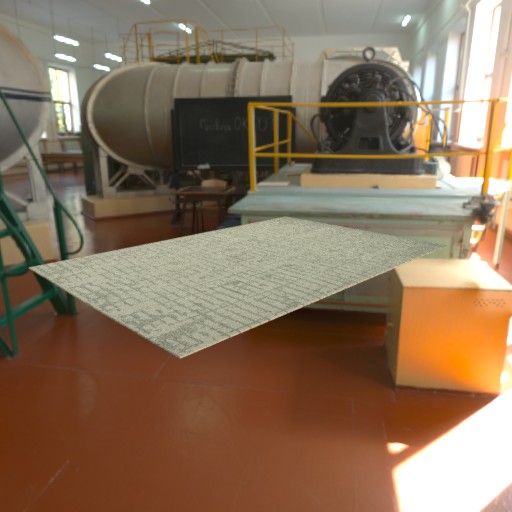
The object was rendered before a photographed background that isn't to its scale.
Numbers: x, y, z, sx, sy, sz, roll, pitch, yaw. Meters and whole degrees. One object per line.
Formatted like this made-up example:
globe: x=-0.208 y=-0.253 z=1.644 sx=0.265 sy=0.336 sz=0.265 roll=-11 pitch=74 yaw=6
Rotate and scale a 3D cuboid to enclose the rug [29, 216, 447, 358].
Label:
rug: x=0.000 y=0.000 z=2.294 sx=1.827 sy=0.007 sz=1.211 roll=-15 pitch=22 yaw=-43
